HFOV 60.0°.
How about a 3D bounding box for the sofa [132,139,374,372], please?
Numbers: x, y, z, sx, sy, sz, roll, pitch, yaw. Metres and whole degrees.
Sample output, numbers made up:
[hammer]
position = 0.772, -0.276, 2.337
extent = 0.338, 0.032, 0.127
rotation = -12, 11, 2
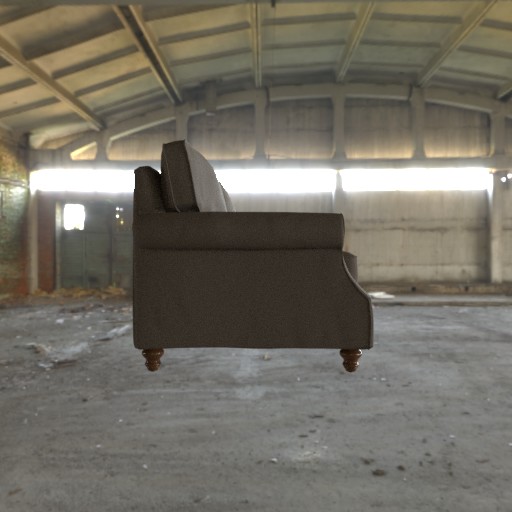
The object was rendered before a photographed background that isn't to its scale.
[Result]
[sofa]
position = 0.000, 0.000, 2.823
extent = 0.966, 0.948, 2.353
rotation = 0, 0, 1
